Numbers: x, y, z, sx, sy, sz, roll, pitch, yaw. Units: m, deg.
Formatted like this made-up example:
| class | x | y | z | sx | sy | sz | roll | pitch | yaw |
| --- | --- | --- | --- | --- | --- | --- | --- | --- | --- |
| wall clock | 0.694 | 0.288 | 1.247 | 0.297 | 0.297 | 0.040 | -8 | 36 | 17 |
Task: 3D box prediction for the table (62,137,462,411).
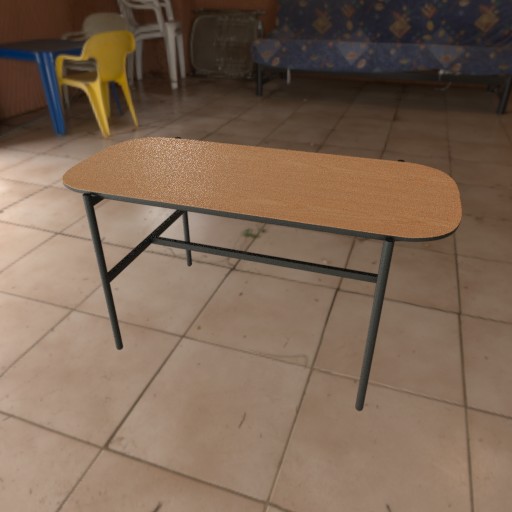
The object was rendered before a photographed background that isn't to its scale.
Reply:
| class | x | y | z | sx | sy | sz | roll | pitch | yaw |
| --- | --- | --- | --- | --- | --- | --- | --- | --- | --- |
| table | 0.000 | 0.000 | 1.035 | 0.800 | 0.400 | 0.400 | 10 | 33 | 15 |
